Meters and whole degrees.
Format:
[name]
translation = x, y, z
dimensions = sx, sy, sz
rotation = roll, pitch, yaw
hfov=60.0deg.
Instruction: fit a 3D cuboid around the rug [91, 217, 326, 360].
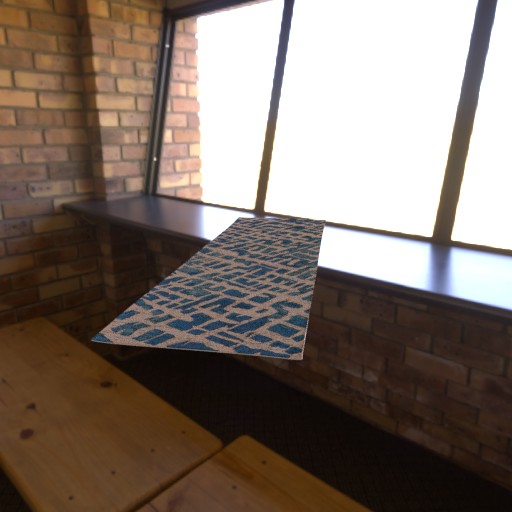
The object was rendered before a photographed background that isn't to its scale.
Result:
[rug]
translation = 0.000, 0.000, 2.704
dimensions = 0.768, 0.011, 2.446
rotation = 3, 16, 10
